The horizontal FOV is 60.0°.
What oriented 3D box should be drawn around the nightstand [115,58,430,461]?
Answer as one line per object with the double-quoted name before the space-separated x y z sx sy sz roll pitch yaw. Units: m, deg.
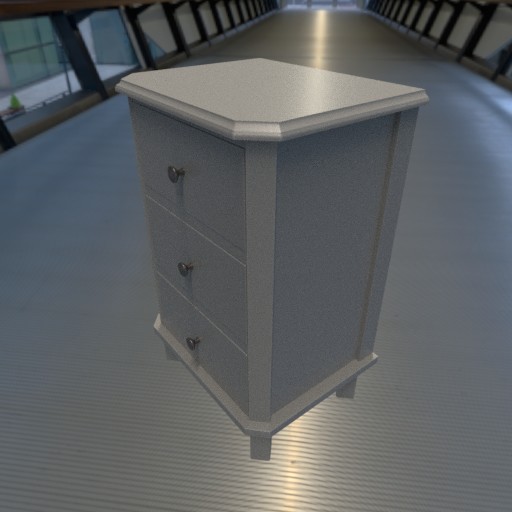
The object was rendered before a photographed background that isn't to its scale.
"nightstand" 0.000 0.000 0.917 0.348 0.680 0.435 -23 38 -32
